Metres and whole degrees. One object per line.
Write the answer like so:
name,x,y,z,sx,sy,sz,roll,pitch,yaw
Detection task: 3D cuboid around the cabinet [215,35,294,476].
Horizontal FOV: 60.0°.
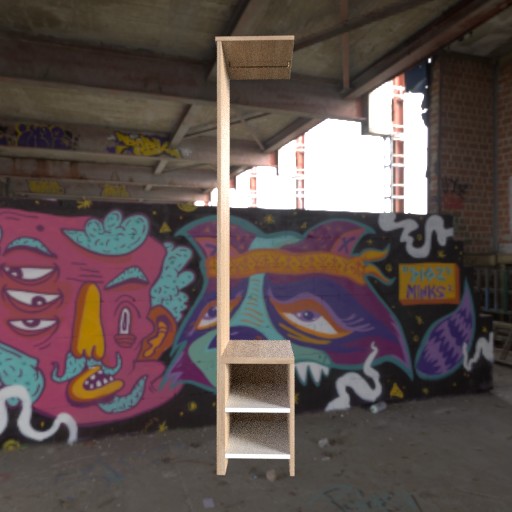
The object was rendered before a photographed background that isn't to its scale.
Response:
cabinet,0.000,0.000,2.093,0.338,1.879,0.411,0,-1,2
